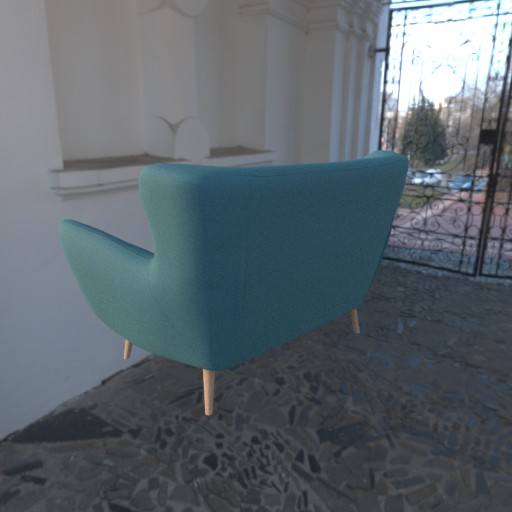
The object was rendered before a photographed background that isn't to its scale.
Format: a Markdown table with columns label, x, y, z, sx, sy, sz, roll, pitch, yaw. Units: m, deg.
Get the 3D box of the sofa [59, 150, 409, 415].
| label | x | y | z | sx | sy | sz | roll | pitch | yaw |
| --- | --- | --- | --- | --- | --- | --- | --- | --- | --- |
| sofa | 0.000 | 0.000 | 1.960 | 1.397 | 0.889 | 0.889 | -15 | 22 | -42 |
